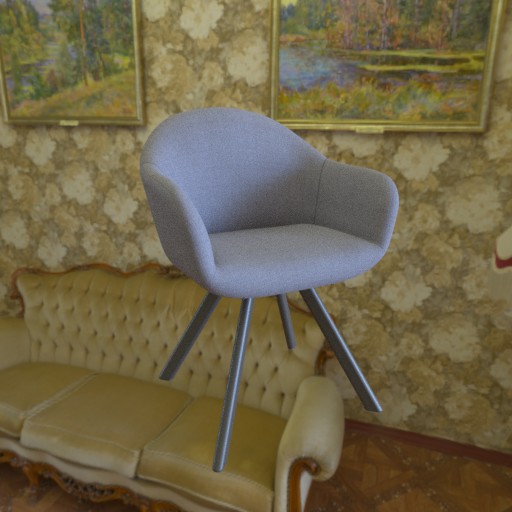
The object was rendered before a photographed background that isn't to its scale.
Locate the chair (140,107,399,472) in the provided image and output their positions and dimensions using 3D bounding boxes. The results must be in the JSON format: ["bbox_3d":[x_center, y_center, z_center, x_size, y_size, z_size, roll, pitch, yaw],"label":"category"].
[{"bbox_3d":[0.000,0.000,1.212,0.590,0.795,0.550,-8,17,-27],"label":"chair"}]
